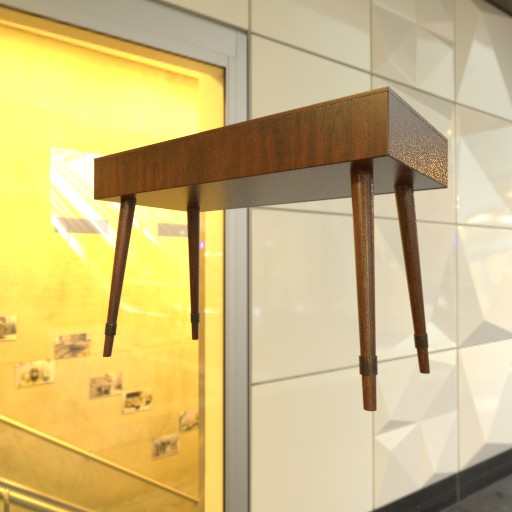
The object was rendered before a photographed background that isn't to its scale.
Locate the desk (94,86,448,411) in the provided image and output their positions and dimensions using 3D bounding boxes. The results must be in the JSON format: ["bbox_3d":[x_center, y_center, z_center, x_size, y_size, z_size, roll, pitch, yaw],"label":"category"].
[{"bbox_3d":[0.000,0.000,2.134,1.577,1.031,0.734,-1,-1,37],"label":"desk"}]
